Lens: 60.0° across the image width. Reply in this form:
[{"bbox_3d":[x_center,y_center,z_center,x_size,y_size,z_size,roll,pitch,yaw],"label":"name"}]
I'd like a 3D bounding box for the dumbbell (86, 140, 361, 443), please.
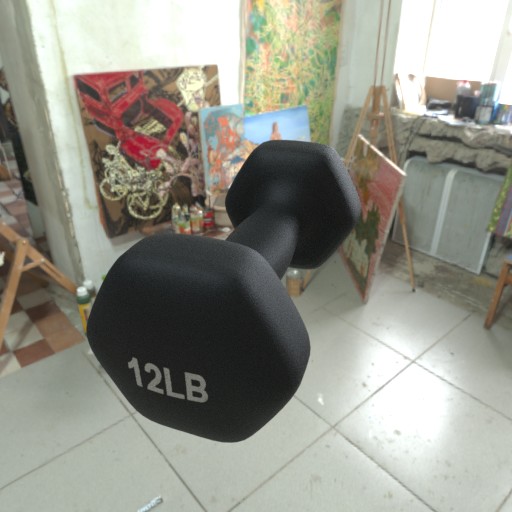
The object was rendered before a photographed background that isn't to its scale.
[{"bbox_3d":[0.000,0.000,0.289,0.112,0.101,0.231,10,31,17],"label":"dumbbell"}]
